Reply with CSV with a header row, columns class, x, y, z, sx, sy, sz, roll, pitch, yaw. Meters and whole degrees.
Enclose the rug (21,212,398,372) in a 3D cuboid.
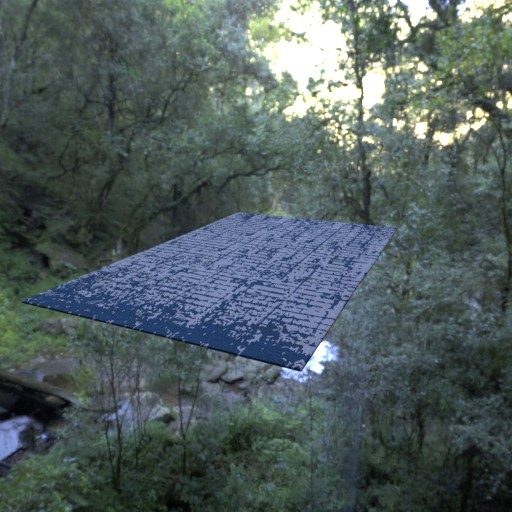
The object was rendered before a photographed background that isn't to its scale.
class,x,y,z,sx,sy,sz,roll,pitch,yaw
rug,0.000,0.000,3.007,1.517,0.011,2.435,8,19,24
